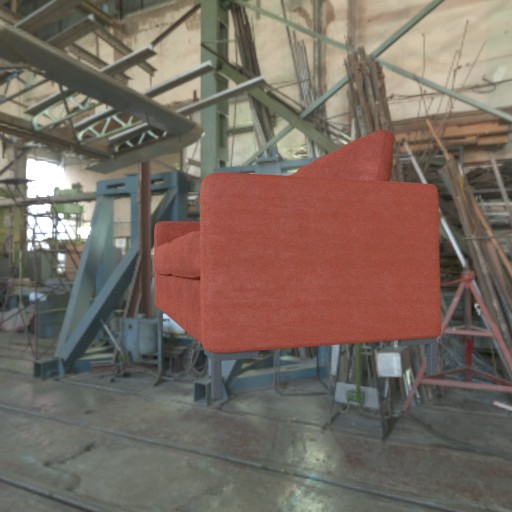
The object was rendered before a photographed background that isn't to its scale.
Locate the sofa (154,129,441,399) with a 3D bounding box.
[{"bbox_3d":[0.000,0.000,2.150,0.864,0.896,1.574,0,-1,-18],"label":"sofa"}]
